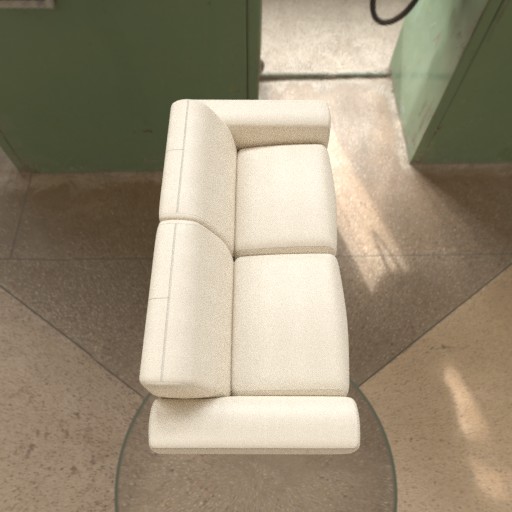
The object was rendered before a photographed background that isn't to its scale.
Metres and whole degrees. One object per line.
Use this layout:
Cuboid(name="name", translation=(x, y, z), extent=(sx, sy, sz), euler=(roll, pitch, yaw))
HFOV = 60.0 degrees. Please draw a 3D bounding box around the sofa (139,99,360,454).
Cuboid(name="sofa", translation=(0.000, 0.000, 2.327), extent=(0.900, 0.772, 1.901), euler=(0, 64, 0))
